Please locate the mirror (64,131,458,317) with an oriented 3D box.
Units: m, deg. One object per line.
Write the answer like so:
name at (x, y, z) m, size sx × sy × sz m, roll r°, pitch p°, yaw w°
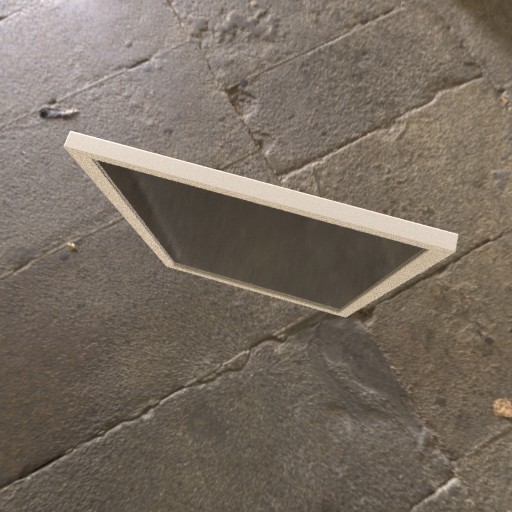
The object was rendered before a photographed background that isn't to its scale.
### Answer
mirror at (0.000, 0.000, 1.325) m, size 0.762 × 1.016 × 0.040 m, roll 16°, pitch 76°, yaw 4°
